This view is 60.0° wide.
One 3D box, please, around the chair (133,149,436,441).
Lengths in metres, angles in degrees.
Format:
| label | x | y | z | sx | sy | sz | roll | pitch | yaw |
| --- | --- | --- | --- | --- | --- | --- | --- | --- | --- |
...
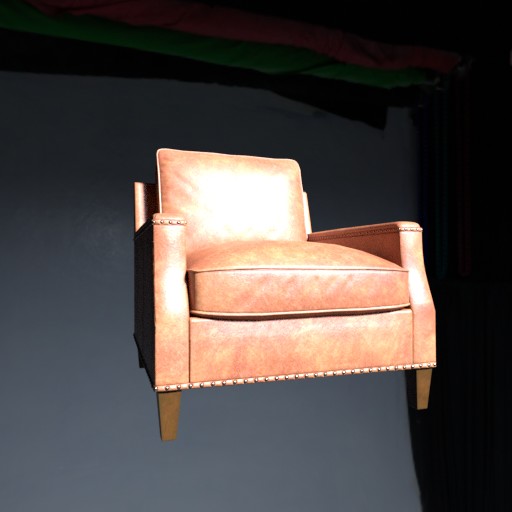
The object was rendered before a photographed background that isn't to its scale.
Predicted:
| label | x | y | z | sx | sy | sz | roll | pitch | yaw |
| --- | --- | --- | --- | --- | --- | --- | --- | --- | --- |
| chair | 0.000 | 0.000 | 1.671 | 0.853 | 0.943 | 1.014 | 0 | -1 | -18 |
